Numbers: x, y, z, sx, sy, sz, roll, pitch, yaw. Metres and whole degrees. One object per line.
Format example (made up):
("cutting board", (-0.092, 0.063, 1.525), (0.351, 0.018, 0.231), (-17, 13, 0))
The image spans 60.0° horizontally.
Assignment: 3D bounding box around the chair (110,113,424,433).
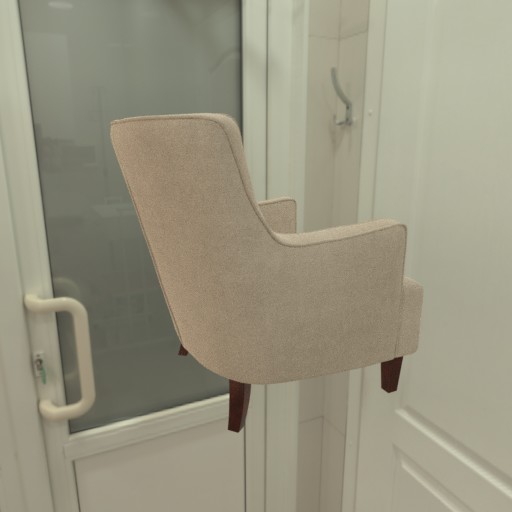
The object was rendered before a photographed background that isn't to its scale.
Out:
("chair", (0.000, 0.000, 1.570), (0.910, 0.920, 0.781), (-7, 16, -25))
